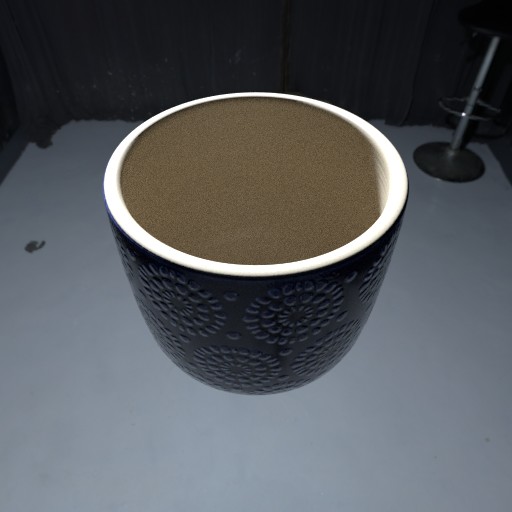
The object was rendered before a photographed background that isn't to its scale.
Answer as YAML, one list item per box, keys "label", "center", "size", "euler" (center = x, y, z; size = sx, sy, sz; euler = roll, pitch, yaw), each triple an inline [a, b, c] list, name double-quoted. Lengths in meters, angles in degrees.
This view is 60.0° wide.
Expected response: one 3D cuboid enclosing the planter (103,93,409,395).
- label: "planter"
  center: [0.000, 0.000, 0.295]
  size: [0.165, 0.149, 0.165]
  euler: [0, 47, 0]
